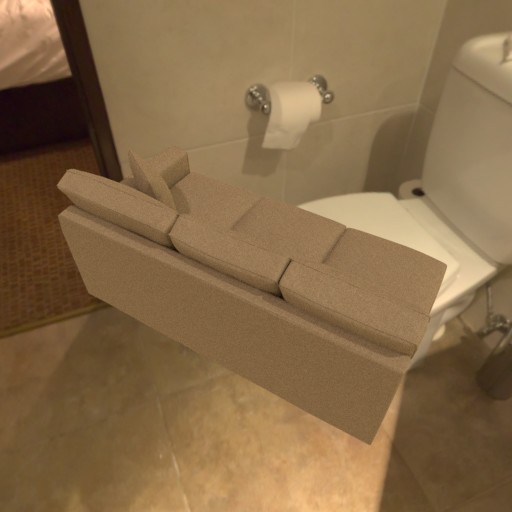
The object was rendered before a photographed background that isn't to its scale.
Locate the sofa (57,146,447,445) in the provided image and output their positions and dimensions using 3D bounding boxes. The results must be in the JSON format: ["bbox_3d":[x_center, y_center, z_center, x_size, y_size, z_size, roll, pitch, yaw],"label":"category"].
[{"bbox_3d":[0.000,0.000,2.552,1.963,0.946,1.034,23,50,21],"label":"sofa"}]
